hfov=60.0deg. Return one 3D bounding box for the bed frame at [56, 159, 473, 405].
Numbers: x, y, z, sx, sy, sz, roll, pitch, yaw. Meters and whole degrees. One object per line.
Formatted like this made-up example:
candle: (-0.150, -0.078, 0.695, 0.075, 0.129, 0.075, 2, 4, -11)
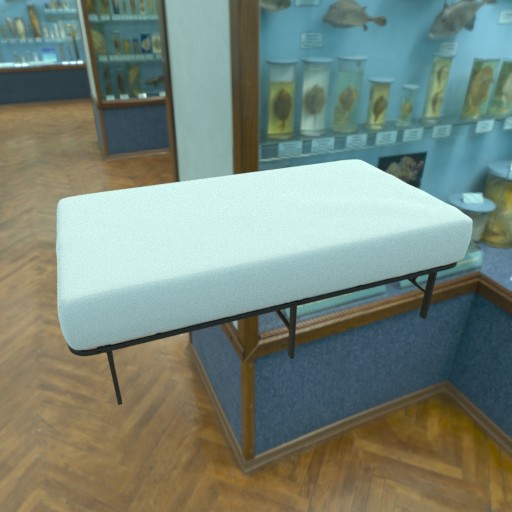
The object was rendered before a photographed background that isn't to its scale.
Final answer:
bed frame: (0.000, 0.000, 2.371, 1.908, 0.640, 1.025, -11, 32, -18)
